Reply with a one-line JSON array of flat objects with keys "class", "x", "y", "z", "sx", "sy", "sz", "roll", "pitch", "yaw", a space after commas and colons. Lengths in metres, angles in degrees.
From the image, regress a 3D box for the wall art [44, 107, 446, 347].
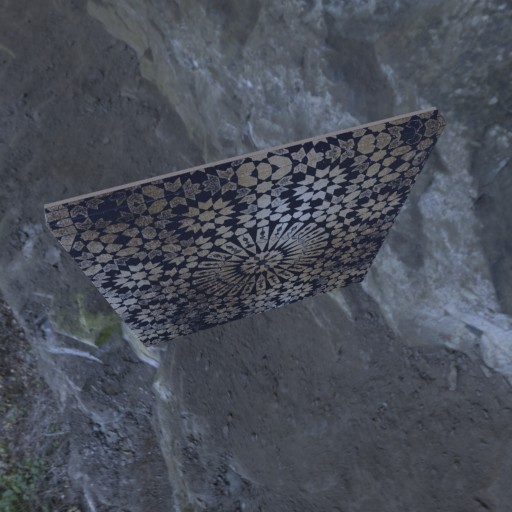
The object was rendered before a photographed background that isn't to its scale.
[{"class": "wall art", "x": 0.000, "y": 0.000, "z": 0.925, "sx": 0.612, "sy": 0.612, "sz": 0.038, "roll": -16, "pitch": 64, "yaw": -8}]
